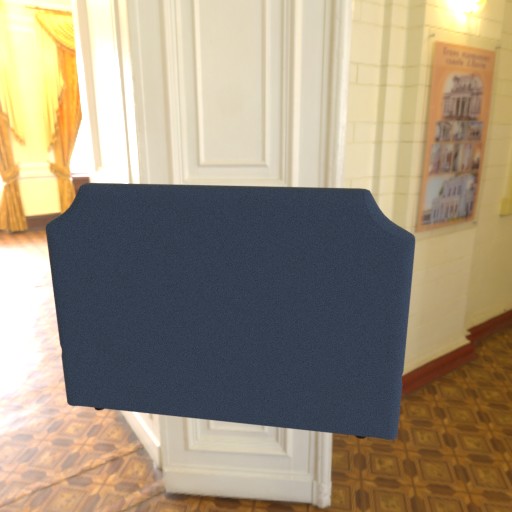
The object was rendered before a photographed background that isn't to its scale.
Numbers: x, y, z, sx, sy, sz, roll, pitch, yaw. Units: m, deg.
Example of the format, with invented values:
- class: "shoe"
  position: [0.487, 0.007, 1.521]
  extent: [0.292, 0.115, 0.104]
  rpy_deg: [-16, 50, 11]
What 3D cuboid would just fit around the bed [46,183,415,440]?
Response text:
- class: "bed"
  position: [0.000, 0.000, 3.277]
  extent: [1.831, 1.297, 2.260]
  rpy_deg: [3, 16, 9]
